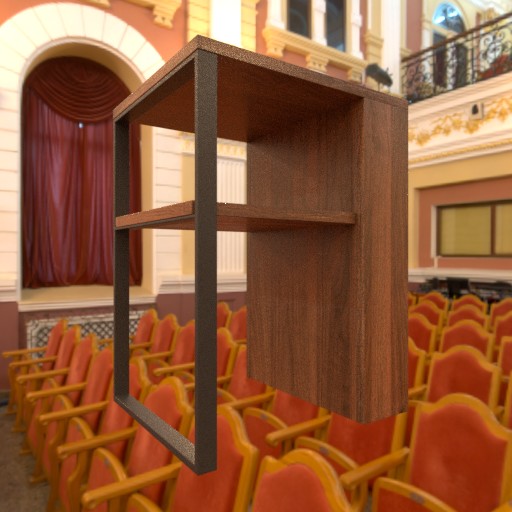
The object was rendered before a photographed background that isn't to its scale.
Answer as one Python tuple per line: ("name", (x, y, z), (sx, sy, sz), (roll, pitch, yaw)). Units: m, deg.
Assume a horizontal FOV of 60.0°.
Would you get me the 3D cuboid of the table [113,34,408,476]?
("table", (0.000, 0.000, 1.533), (0.786, 1.041, 0.660), (0, 0, -35))
